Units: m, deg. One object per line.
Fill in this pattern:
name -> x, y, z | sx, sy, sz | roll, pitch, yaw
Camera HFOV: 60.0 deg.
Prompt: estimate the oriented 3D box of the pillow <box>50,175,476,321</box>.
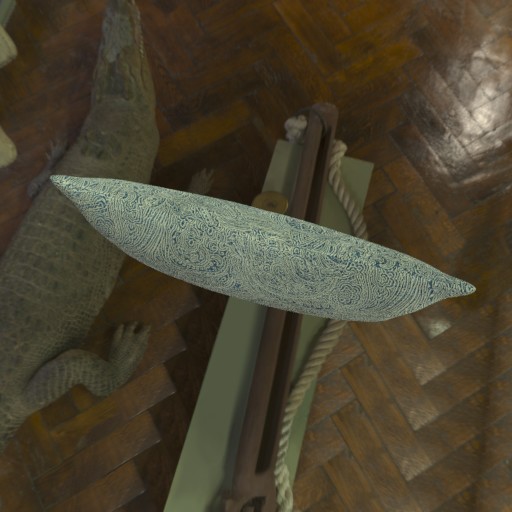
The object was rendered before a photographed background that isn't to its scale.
pillow -> 0.000, 0.000, 0.756 | 0.615, 0.295, 0.151 | 15, 77, 3
